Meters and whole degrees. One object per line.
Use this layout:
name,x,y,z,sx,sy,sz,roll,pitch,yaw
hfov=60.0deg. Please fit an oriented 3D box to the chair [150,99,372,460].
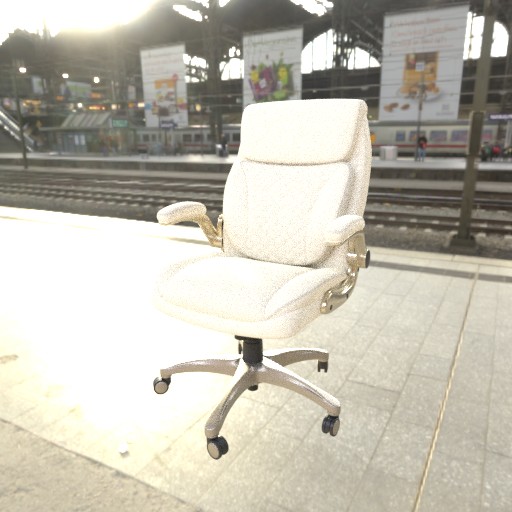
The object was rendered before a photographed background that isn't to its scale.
chair,0.000,0.000,1.594,0.740,1.110,0.794,7,16,26
